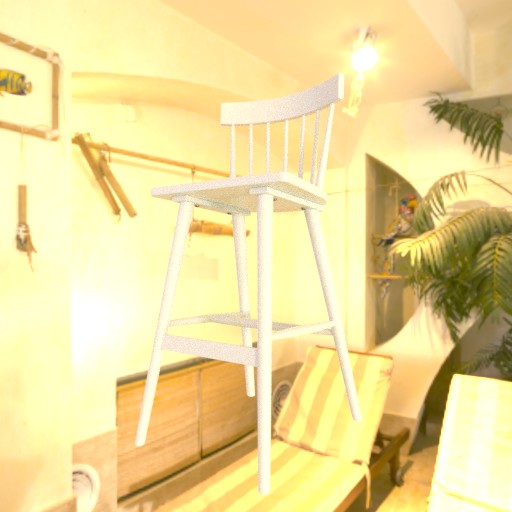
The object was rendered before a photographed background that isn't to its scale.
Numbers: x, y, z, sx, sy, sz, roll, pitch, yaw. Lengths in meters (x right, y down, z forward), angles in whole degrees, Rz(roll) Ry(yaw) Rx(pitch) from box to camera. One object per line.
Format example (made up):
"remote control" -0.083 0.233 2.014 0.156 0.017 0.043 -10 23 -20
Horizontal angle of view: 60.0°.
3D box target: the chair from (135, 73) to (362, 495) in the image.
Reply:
"chair" 0.000 0.000 1.368 0.483 1.092 0.572 0 0 36
